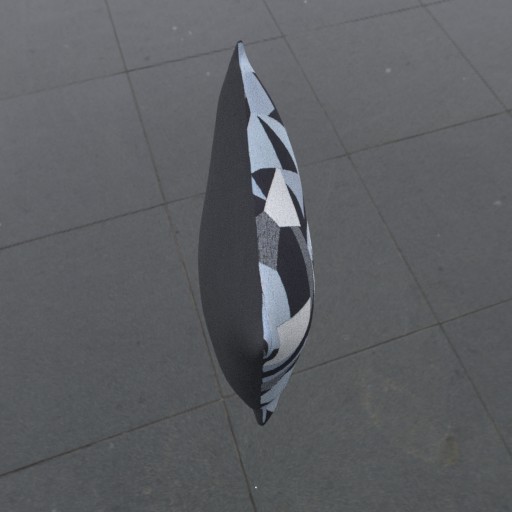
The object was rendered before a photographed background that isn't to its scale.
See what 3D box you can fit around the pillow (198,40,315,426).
[{"bbox_3d":[0.000,0.000,0.774,0.208,0.496,0.503,-3,62,-2],"label":"pillow"}]
